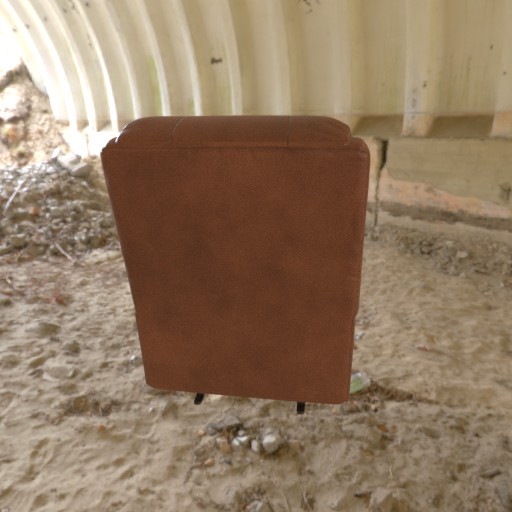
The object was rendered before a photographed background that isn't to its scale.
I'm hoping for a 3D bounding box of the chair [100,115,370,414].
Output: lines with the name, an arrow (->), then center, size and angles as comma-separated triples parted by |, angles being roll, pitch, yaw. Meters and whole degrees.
chair -> 0.000, 0.000, 1.778 | 0.838, 1.054, 1.014 | 2, 16, 8
